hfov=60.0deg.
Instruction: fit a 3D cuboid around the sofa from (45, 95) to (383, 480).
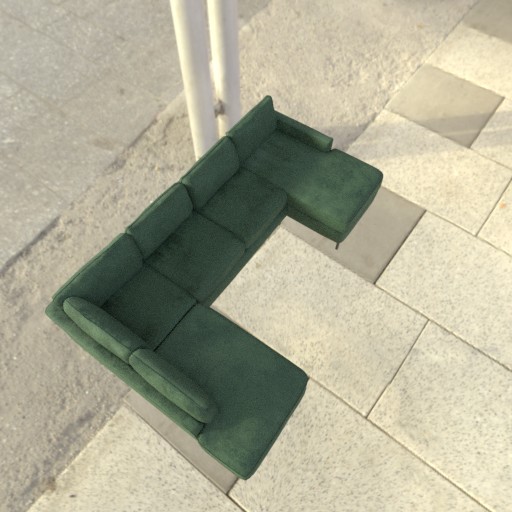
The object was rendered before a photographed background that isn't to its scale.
[{"bbox_3d":[0.000,0.000,3.912,1.992,0.861,2.994,31,64,17],"label":"sofa"}]
